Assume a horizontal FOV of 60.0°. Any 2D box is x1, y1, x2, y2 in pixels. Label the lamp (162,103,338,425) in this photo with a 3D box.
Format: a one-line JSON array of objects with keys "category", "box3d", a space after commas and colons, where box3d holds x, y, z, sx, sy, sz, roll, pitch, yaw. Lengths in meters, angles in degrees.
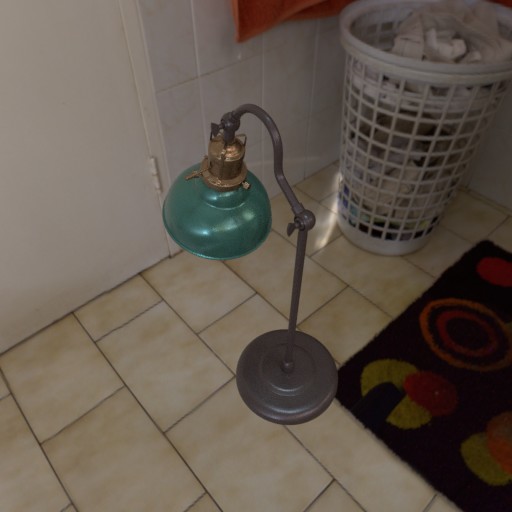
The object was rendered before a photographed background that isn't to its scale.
[{"category": "lamp", "box3d": [0.000, 0.000, 0.700, 0.192, 0.508, 0.374, -31, 54, -26]}]
